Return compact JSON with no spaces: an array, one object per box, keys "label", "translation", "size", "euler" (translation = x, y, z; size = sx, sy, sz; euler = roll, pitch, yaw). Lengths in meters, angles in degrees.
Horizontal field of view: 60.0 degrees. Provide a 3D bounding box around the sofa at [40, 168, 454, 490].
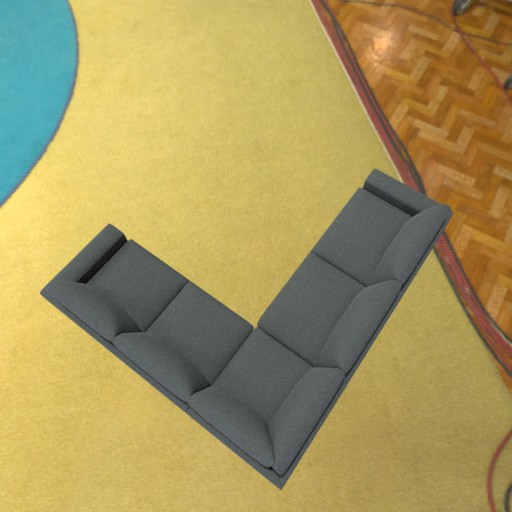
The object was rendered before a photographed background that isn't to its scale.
[{"label":"sofa","translation":[0.000,0.000,4.667],"size":[2.895,0.965,3.277],"euler":[33,68,15]}]
